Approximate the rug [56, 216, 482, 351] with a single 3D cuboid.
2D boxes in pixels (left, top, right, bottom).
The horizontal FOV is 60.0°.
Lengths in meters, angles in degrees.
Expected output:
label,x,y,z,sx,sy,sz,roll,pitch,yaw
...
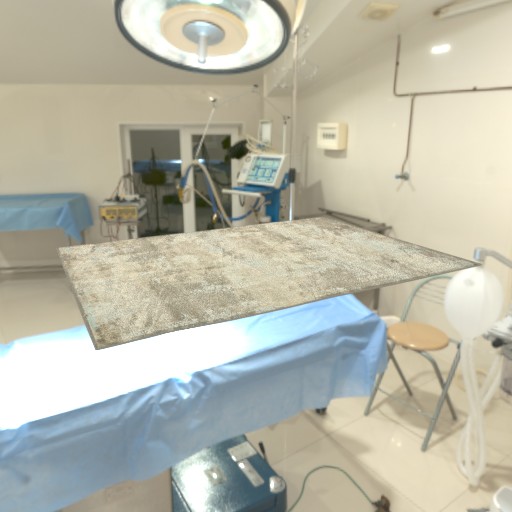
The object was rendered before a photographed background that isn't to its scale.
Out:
label,x,y,z,sx,sy,sz,roll,pitch,yaw
rug,0.000,0.000,4.217,3.307,0.013,2.393,-9,19,-27
